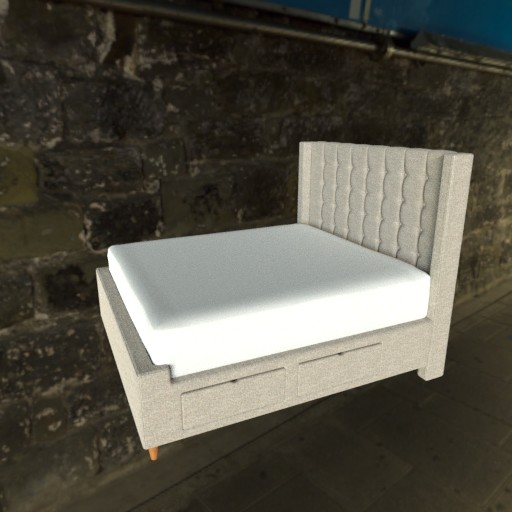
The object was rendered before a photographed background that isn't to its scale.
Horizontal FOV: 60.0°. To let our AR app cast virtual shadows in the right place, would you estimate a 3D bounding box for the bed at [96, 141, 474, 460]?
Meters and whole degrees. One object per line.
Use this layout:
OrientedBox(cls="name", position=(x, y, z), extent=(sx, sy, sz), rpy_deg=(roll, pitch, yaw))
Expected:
OrientedBox(cls="bed", position=(0.000, 0.000, 3.689), extent=(2.372, 1.748, 2.044), rpy_deg=(-8, 19, -24))
